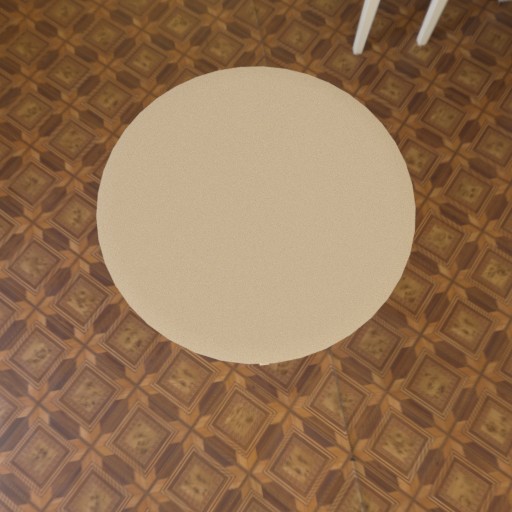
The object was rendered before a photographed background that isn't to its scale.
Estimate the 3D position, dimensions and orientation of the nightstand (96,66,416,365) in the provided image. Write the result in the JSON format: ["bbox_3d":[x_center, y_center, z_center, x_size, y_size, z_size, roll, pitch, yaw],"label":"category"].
[{"bbox_3d":[0.000,0.000,1.028,0.513,0.653,0.513,3,74,1],"label":"nightstand"}]
